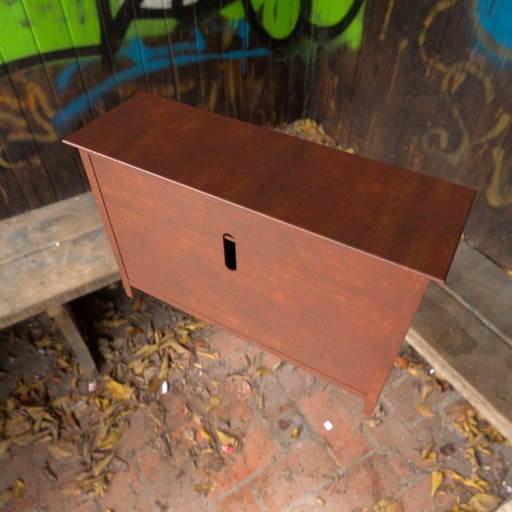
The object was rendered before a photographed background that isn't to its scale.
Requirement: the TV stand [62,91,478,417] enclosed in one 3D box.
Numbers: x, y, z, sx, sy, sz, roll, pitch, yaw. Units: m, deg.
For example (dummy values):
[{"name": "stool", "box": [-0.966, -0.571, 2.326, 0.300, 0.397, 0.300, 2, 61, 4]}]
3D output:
[{"name": "TV stand", "box": [0.000, 0.000, 1.838, 1.372, 0.915, 0.445, 22, 50, 20]}]
